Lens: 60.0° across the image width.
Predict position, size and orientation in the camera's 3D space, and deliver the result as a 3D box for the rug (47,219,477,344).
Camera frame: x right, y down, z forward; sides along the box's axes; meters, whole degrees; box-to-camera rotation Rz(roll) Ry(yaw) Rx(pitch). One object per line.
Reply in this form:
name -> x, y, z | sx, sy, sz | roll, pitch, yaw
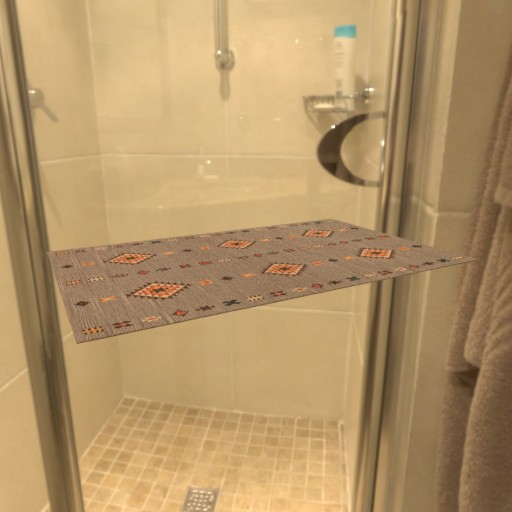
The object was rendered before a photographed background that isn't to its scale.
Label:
rug -> 0.000, 0.000, 2.943 | 2.427, 0.007, 1.515 | -9, 18, -27
